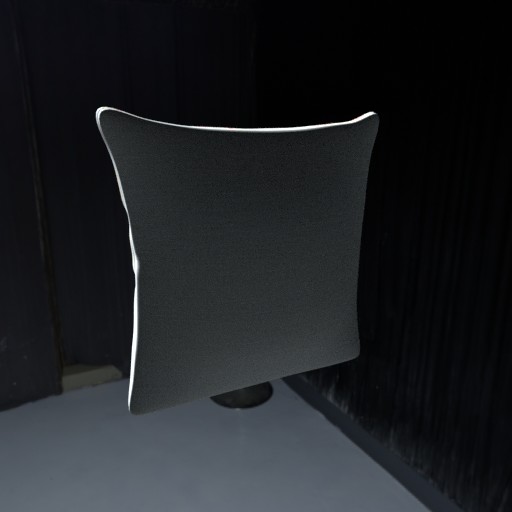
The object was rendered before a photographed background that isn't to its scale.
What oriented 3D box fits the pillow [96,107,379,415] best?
[{"bbox_3d":[0.000,0.000,0.711,0.451,0.449,0.191,-7,17,-25],"label":"pillow"}]
